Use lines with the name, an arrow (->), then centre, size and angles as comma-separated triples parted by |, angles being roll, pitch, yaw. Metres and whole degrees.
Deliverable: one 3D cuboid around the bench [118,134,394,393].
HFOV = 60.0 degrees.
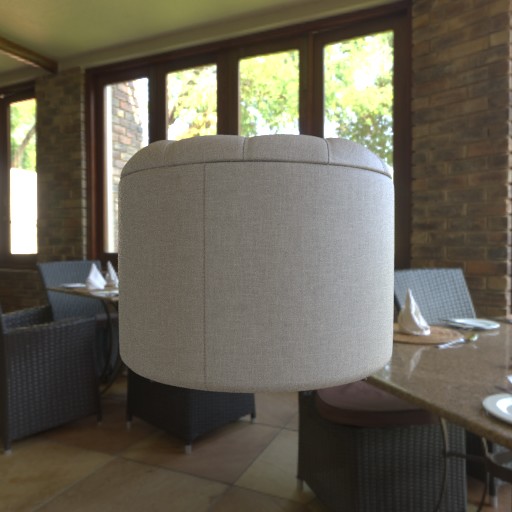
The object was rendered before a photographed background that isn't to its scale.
bench -> 0.000, 0.000, 1.009 | 0.600, 0.453, 0.600 | 0, 1, 0
